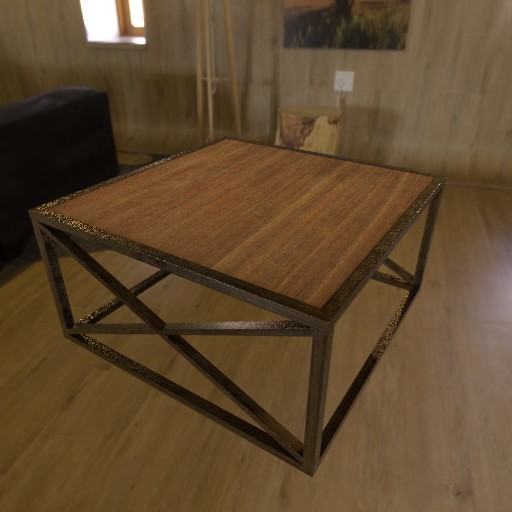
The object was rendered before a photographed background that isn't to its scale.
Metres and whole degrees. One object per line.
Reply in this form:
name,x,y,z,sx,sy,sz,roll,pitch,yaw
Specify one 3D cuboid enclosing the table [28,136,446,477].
table,0.000,0.000,1.446,0.899,0.451,0.909,18,35,28
